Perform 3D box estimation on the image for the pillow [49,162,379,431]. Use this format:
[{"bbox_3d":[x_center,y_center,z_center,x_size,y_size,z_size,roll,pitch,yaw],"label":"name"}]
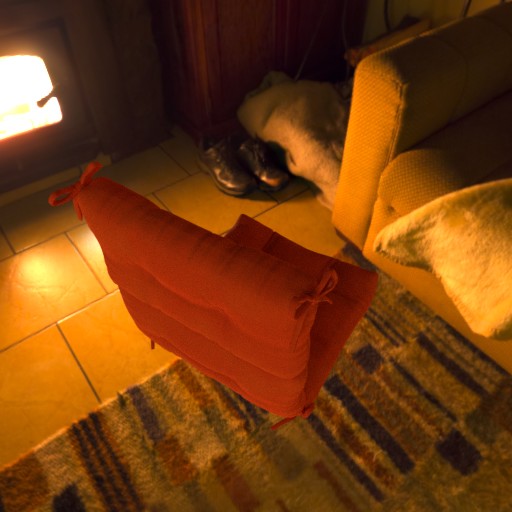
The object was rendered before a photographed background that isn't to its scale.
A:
[{"bbox_3d":[0.000,0.000,1.023,0.519,0.605,0.571,25,53,21],"label":"pillow"}]
